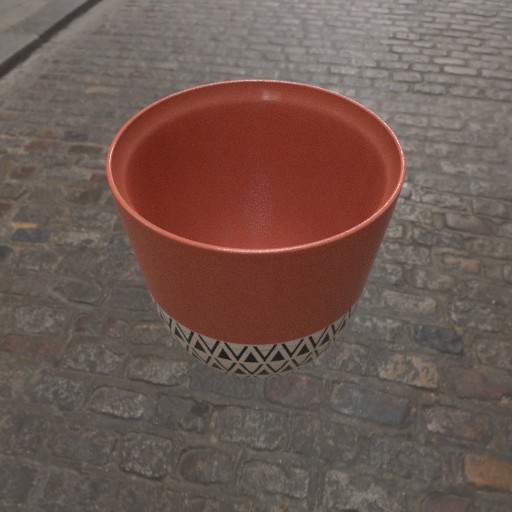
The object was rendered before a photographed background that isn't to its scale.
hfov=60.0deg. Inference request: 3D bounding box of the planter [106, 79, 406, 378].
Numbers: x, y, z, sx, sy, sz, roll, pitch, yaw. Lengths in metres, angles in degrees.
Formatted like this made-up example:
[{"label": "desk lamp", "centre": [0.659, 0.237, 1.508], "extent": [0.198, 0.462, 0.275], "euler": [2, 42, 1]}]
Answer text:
[{"label": "planter", "centre": [0.000, 0.000, 0.373], "extent": [0.195, 0.214, 0.195], "euler": [0, 47, 0]}]
